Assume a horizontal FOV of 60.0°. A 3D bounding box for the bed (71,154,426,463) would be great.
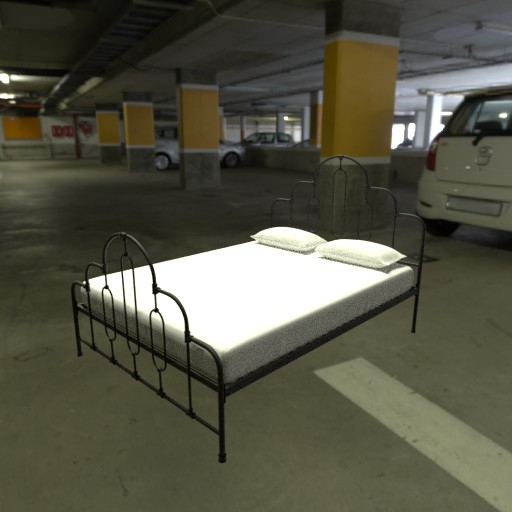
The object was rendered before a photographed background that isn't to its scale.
[{"bbox_3d":[0.000,0.000,3.318,1.640,1.429,2.163,14,20,42],"label":"bed"}]
